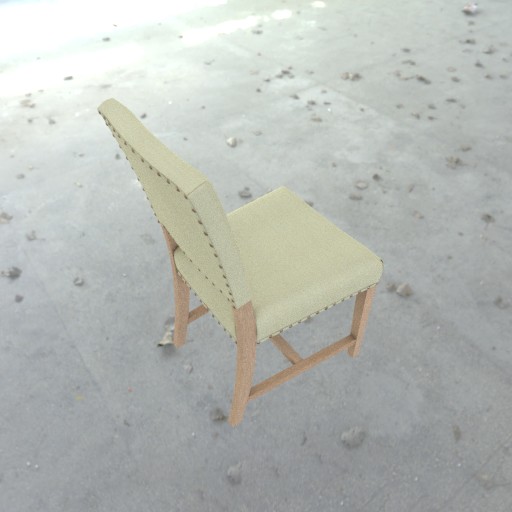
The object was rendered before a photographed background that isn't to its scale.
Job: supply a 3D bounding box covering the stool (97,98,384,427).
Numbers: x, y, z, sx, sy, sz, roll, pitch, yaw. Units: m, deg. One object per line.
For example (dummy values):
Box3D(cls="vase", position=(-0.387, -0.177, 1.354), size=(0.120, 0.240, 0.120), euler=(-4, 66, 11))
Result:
Box3D(cls="stool", position=(0.000, 0.000, 1.362), size=(0.623, 0.986, 0.508), euler=(-26, 50, -25))
